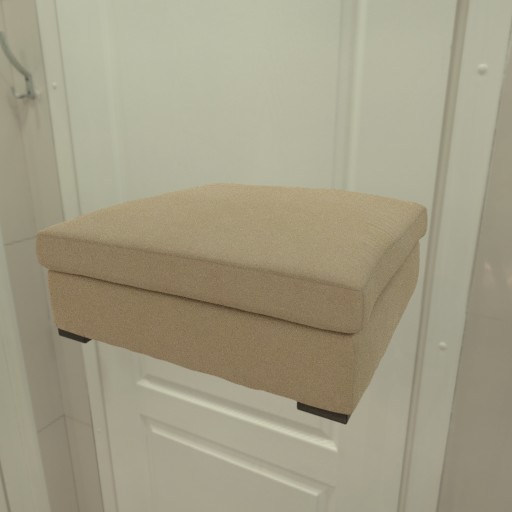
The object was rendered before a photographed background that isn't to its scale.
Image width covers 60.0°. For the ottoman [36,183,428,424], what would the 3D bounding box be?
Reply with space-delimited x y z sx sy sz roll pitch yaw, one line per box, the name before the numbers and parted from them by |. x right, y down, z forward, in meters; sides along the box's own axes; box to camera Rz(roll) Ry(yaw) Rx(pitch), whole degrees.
ottoman | 0.000 0.000 1.858 1.205 0.522 1.190 9 19 26
